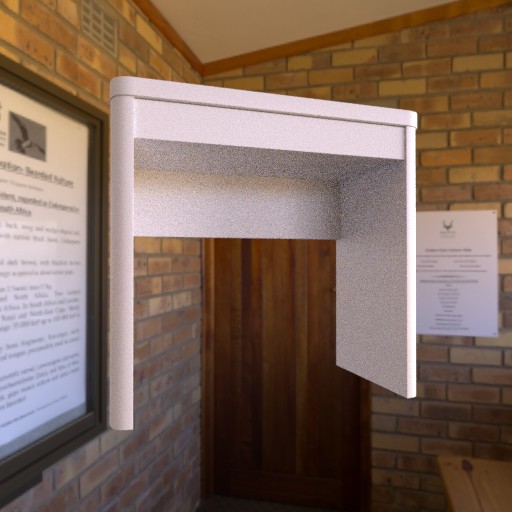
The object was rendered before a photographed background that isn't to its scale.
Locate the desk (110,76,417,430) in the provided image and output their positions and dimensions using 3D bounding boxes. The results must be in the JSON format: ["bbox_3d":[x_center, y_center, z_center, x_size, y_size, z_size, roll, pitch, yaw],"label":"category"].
[{"bbox_3d":[0.000,0.000,1.262,0.790,0.760,0.446,0,-1,-18],"label":"desk"}]
